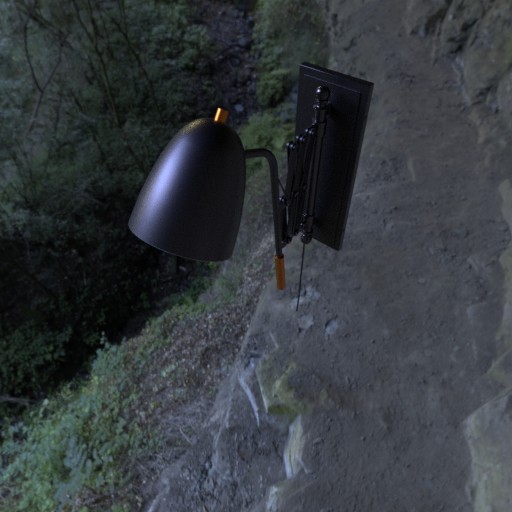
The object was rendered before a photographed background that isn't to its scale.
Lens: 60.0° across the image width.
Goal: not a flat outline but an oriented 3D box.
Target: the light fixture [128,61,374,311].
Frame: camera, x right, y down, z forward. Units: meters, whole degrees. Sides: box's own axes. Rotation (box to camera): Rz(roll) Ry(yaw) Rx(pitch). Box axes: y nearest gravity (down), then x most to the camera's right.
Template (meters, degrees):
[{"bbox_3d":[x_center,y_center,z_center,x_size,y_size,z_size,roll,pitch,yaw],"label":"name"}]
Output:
[{"bbox_3d":[0.000,0.000,0.911,0.162,0.715,0.499,30,53,25],"label":"light fixture"}]
